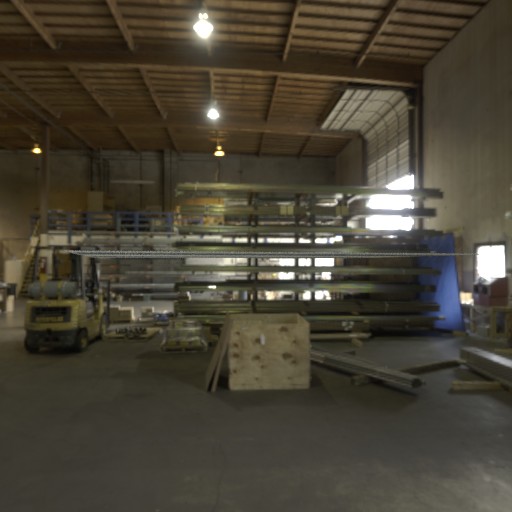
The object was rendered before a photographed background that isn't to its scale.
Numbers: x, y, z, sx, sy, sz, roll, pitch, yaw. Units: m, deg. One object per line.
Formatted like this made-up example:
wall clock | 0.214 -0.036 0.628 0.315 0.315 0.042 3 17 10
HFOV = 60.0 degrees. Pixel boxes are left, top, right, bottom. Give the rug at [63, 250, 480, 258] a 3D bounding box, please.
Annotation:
rug | 0.000 0.000 4.128 3.037 0.004 2.453 0 -1 -16
